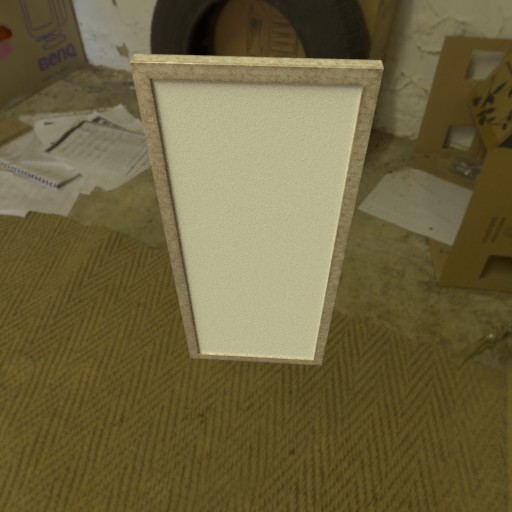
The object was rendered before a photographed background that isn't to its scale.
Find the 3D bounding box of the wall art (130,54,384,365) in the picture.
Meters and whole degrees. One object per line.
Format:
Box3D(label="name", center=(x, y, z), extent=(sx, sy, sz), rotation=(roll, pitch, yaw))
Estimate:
Box3D(label="wall art", center=(0.000, 0.000, 1.673), extent=(0.648, 1.461, 0.051), rotation=(3, 46, 2))
